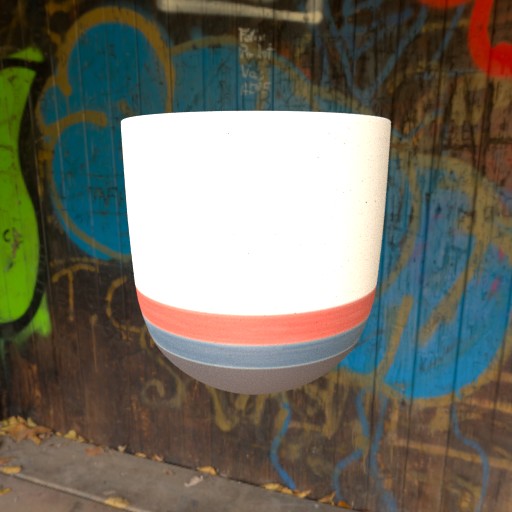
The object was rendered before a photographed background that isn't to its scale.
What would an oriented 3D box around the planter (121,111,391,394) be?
[{"bbox_3d":[0.000,0.000,0.372,0.204,0.214,0.204,0,13,0],"label":"planter"}]
